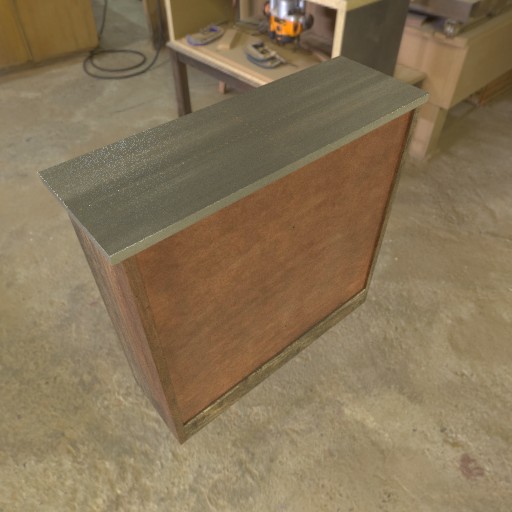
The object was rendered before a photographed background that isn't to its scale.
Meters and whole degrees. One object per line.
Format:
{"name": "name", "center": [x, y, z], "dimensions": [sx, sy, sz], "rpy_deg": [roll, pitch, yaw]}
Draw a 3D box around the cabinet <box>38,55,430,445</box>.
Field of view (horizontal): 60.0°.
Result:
{"name": "cabinet", "center": [0.000, 0.000, 1.426], "dimensions": [0.968, 0.919, 0.338], "rpy_deg": [-31, 54, -26]}
